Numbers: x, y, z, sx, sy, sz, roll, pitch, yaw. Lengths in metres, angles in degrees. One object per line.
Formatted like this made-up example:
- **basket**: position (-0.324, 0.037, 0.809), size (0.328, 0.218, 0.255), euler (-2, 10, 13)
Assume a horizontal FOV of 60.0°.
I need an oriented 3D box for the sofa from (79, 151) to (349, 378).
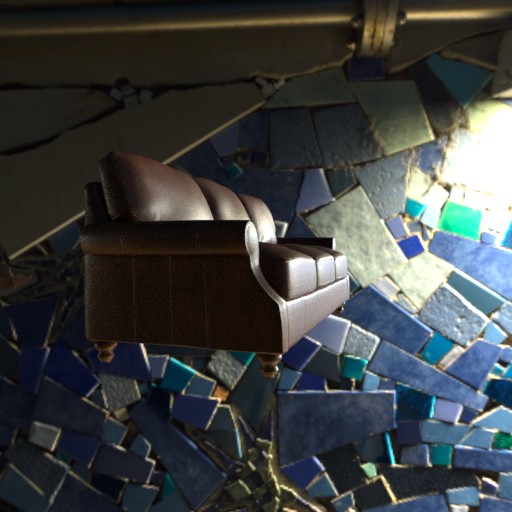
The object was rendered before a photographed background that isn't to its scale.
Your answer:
- **sofa**: position (0.000, 0.000, 2.900), size (0.973, 0.977, 2.351), euler (0, 1, 19)
